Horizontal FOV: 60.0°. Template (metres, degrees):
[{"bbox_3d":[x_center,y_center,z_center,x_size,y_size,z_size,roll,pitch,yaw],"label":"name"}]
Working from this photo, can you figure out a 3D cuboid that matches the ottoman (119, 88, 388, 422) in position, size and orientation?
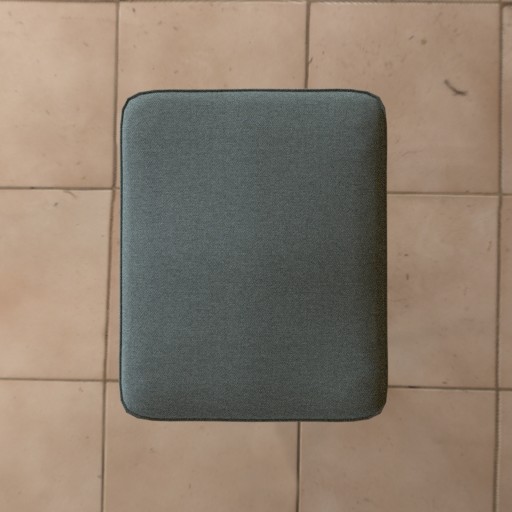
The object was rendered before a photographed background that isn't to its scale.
[{"bbox_3d":[0.000,0.000,1.145,0.589,0.537,0.738,0,89,1],"label":"ottoman"}]
